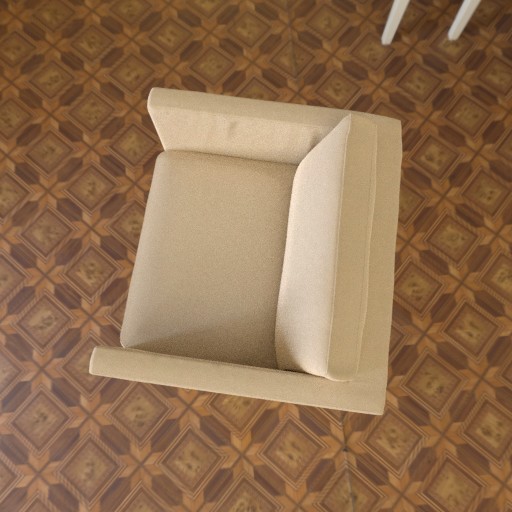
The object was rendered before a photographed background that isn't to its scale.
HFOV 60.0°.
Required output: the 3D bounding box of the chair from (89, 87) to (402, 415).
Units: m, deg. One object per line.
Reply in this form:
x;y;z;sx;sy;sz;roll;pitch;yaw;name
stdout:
0.000;0.000;1.738;0.947;0.851;1.057;7;76;2;chair
